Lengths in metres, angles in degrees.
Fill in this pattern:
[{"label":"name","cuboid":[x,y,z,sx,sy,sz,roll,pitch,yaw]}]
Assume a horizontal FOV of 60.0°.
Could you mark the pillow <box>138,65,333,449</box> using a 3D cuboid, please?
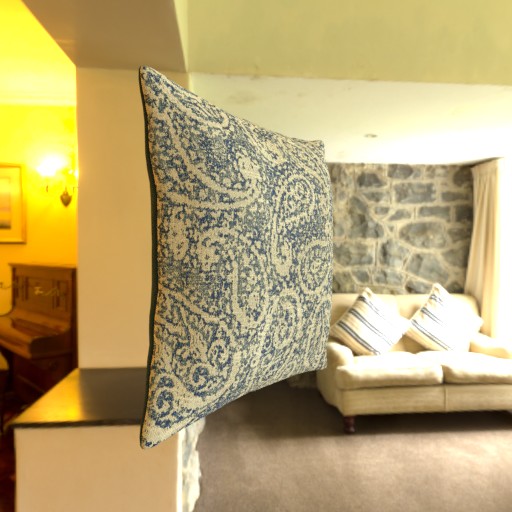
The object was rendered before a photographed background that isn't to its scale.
[{"label":"pillow","cuboid":[0.000,0.000,0.787,0.166,0.510,0.523,1,1,36]}]
